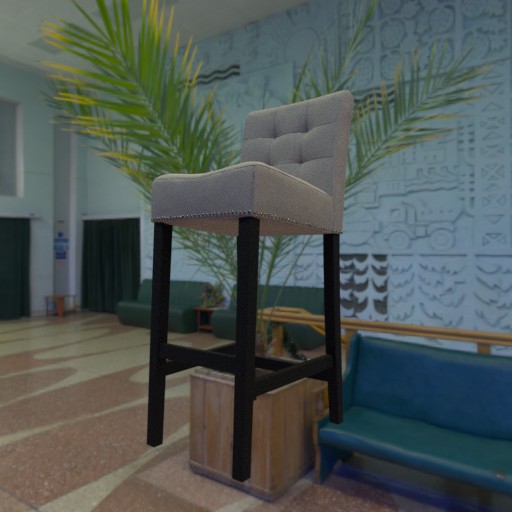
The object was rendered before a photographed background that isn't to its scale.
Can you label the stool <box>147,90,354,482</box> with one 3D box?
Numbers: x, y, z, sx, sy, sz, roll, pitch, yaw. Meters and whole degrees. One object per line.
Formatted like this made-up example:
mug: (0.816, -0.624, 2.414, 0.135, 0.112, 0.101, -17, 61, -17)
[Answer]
stool: (0.000, 0.000, 1.337, 0.411, 1.047, 0.548, 0, 1, 37)
